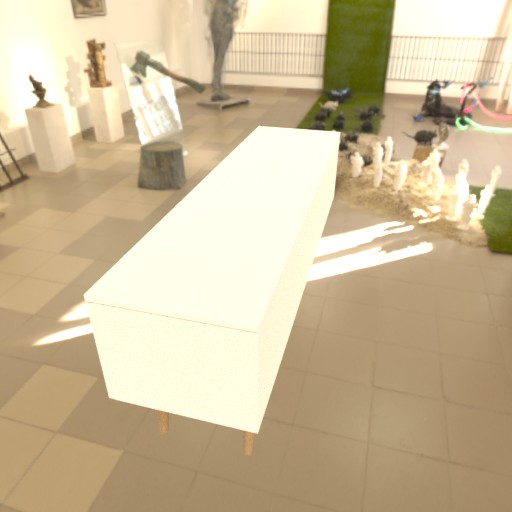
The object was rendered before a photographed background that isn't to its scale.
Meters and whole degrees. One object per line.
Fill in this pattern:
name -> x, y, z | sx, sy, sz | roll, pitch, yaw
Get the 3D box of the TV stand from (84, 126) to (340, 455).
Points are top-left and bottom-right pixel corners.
TV stand -> 0.000, 0.000, 1.611 | 0.401, 0.560, 1.398 | 8, 32, 13
